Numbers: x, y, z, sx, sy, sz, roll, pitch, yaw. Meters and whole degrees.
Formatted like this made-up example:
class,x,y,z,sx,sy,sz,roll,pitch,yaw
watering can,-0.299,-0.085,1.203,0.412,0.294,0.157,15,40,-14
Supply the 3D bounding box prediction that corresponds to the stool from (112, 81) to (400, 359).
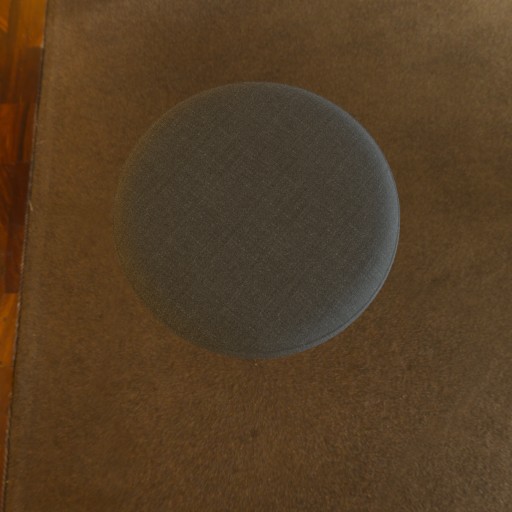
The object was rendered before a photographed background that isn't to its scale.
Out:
class,x,y,z,sx,sy,sz,roll,pitch,yaw
stool,0.000,0.000,0.936,0.449,0.655,0.449,0,76,0
